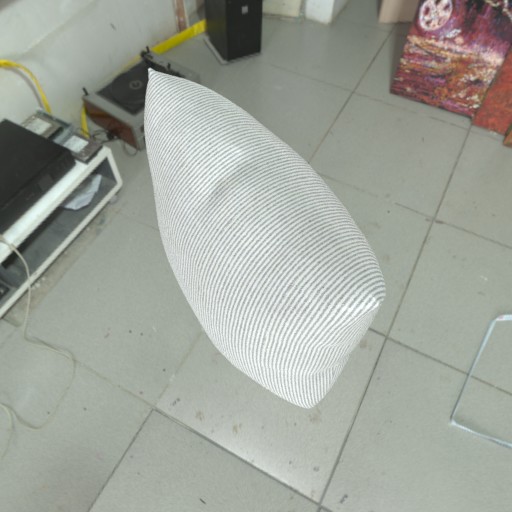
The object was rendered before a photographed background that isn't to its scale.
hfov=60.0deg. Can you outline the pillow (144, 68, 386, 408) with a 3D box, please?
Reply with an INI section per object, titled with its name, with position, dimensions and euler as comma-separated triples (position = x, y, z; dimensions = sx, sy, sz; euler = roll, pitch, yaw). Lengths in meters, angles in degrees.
[pillow]
position = 0.000, 0.000, 0.692
dimensions = 0.310, 0.432, 0.387
euler = -1, 58, -1
